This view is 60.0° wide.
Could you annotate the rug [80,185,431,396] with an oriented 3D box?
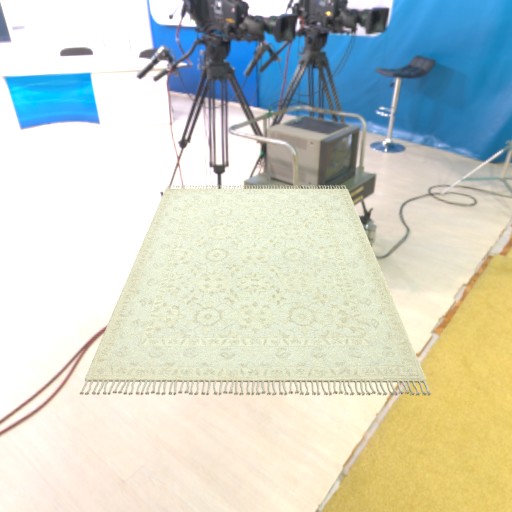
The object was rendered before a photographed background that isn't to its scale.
[{"bbox_3d":[0.000,0.000,2.278,1.223,0.015,1.771,0,33,0],"label":"rug"}]
